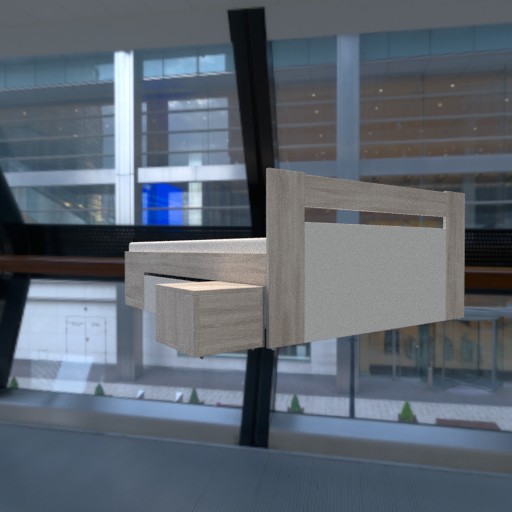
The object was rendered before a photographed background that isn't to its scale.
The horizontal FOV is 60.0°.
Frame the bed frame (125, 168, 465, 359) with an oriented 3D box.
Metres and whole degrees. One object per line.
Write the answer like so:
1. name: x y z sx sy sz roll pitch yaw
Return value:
1. bed frame: 0.000 0.000 3.283 2.040 0.860 2.050 -1 1 -35
